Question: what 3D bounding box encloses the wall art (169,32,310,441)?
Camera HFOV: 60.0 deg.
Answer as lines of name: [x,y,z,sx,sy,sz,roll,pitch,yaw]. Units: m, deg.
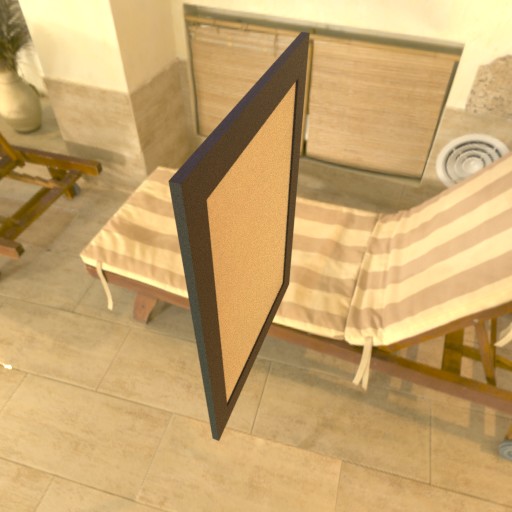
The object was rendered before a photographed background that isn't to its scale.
wall art: [0.000,0.000,0.652,0.013,0.508,0.359,16,48,15]
